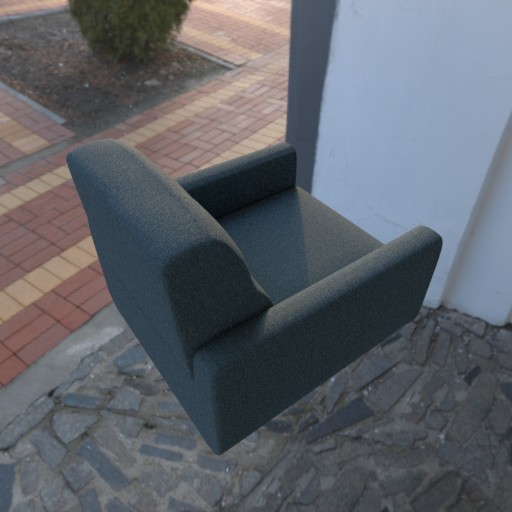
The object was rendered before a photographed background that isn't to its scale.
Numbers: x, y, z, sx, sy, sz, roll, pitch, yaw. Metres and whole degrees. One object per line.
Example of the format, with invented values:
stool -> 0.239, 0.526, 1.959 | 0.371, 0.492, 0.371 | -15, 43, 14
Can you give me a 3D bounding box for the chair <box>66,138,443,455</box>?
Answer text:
chair -> 0.000, 0.000, 1.629 | 0.964, 0.940, 0.880 | -26, 48, -26
